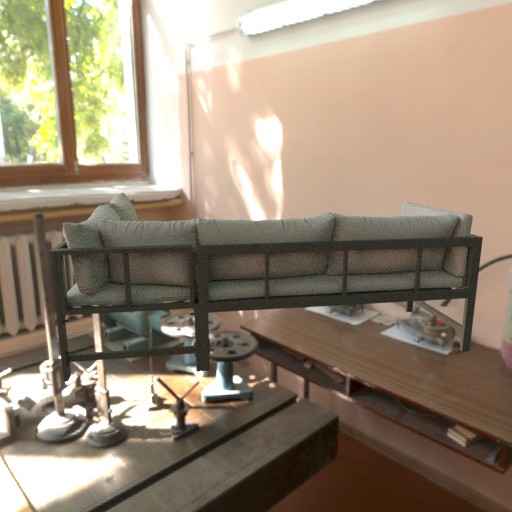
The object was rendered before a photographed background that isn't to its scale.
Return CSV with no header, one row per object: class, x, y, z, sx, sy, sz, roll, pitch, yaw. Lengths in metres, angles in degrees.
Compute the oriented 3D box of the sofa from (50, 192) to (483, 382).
sofa,0.000,0.000,2.952,2.096,0.758,1.658,-2,13,-9
